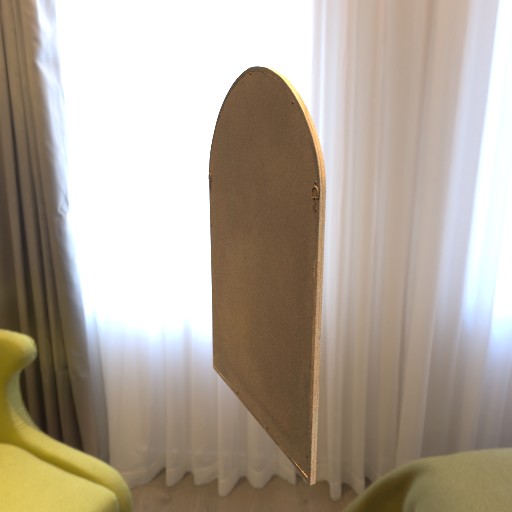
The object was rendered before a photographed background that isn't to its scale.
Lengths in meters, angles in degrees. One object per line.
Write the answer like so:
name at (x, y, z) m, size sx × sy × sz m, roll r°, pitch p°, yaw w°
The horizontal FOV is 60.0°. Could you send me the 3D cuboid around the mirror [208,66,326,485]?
mirror at (0.000, 0.000, 1.152) m, size 0.032 × 0.915 × 0.609 m, roll -6°, pitch 15°, yaw -25°
